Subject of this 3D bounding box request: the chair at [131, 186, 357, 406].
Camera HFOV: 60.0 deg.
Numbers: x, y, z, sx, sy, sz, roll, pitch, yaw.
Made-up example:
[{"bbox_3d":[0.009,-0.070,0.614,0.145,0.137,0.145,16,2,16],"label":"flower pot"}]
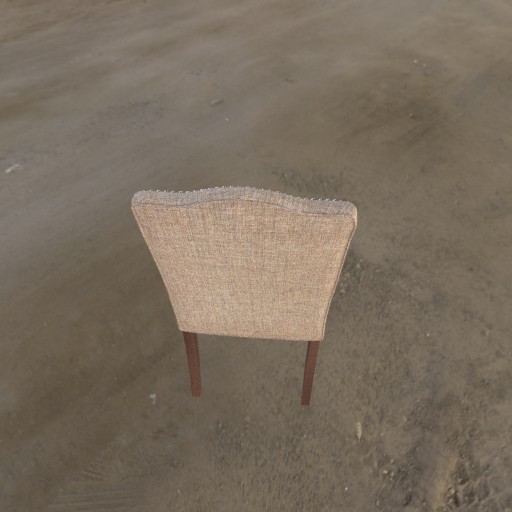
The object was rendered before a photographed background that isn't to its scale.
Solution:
[{"bbox_3d":[0.000,0.000,1.394,0.513,1.016,0.660,3,47,3],"label":"chair"}]
